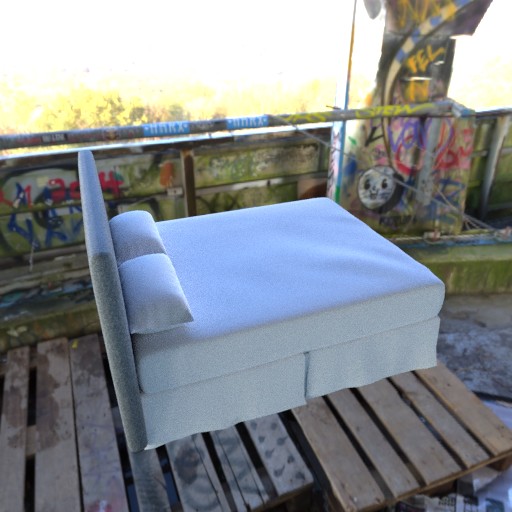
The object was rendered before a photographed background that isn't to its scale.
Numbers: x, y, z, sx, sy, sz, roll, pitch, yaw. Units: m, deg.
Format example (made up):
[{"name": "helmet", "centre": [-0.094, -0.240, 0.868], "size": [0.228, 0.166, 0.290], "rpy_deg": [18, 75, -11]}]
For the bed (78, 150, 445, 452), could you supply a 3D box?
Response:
[{"name": "bed", "centre": [0.000, 0.000, 3.147], "size": [2.142, 1.330, 1.723], "rpy_deg": [-11, 31, -18]}]
